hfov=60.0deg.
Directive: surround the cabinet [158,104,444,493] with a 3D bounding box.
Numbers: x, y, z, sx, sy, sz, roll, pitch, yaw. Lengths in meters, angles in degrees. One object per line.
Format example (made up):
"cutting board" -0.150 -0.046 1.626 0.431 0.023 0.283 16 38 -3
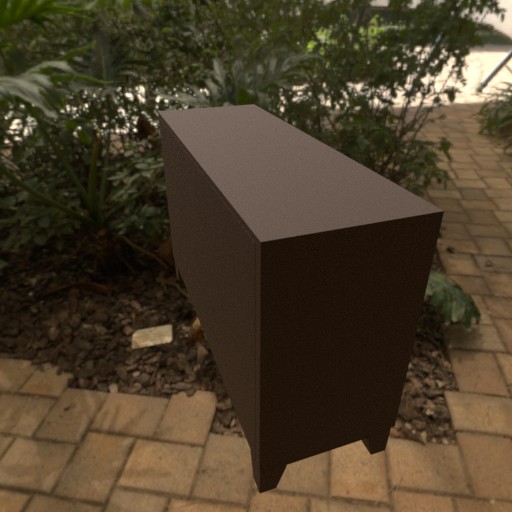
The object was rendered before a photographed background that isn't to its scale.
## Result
"cabinet" 0.000 0.000 1.817 0.482 0.914 1.396 -10 31 -17
